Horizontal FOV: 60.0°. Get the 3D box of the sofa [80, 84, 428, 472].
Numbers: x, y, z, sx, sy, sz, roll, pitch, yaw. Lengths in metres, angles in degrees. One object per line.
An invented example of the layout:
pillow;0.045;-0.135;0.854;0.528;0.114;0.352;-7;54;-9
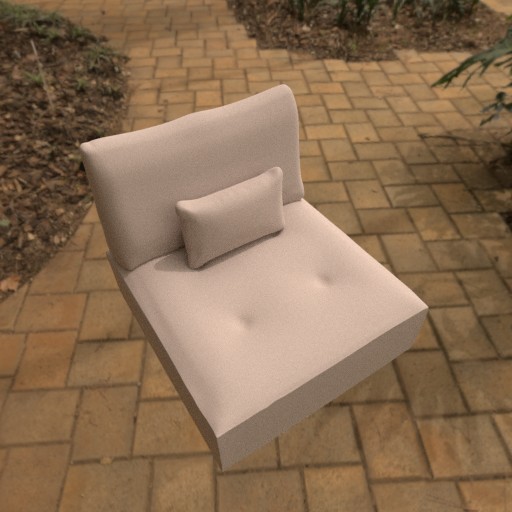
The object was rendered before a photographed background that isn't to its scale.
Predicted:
sofa;0.000;0.000;1.722;0.935;0.828;1.000;-25;50;-23
